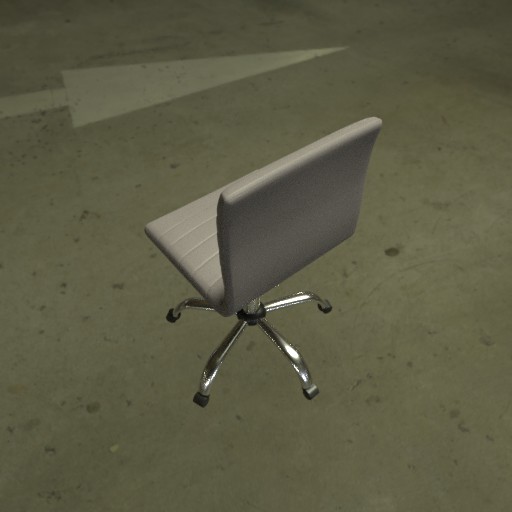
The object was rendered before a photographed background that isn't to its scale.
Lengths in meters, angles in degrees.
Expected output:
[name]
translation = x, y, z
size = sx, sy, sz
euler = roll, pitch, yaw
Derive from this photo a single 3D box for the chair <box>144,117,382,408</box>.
[chair]
translation = 0.000, 0.000, 1.143
size = 0.556, 0.780, 0.530
euler = -31, 54, -26
